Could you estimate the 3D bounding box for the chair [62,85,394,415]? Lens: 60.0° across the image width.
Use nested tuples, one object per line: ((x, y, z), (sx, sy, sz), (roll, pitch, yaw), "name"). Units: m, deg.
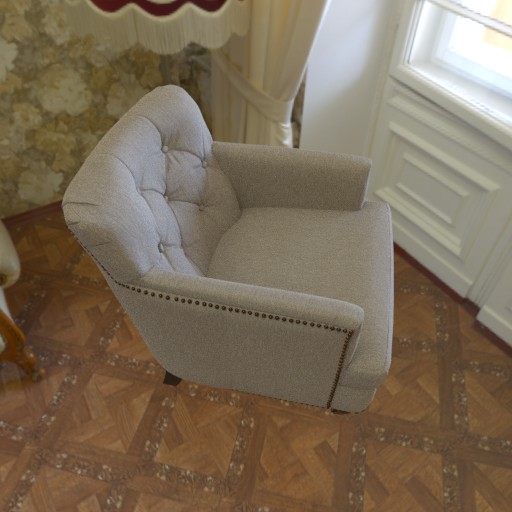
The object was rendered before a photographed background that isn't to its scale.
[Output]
((0.000, 0.000, 1.479), (0.902, 0.823, 0.737), (9, 47, 8), "chair")
